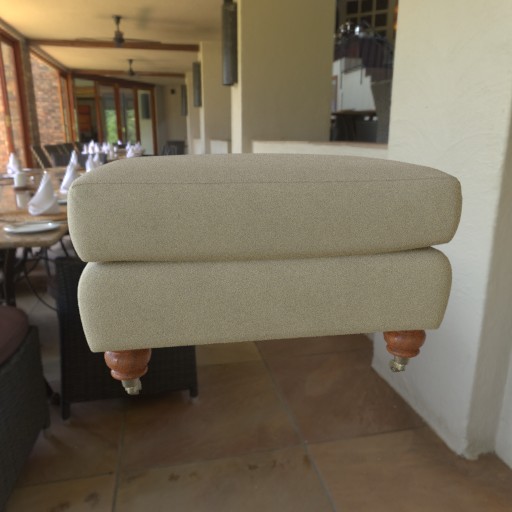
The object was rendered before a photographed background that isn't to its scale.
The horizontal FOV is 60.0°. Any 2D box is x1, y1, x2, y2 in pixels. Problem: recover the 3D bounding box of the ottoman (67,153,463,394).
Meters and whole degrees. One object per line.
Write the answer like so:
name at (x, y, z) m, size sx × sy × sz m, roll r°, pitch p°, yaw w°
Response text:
ottoman at (0.000, 0.000, 1.120) m, size 0.773 × 0.504 × 0.569 m, roll -2°, pitch 15°, yaw -9°
